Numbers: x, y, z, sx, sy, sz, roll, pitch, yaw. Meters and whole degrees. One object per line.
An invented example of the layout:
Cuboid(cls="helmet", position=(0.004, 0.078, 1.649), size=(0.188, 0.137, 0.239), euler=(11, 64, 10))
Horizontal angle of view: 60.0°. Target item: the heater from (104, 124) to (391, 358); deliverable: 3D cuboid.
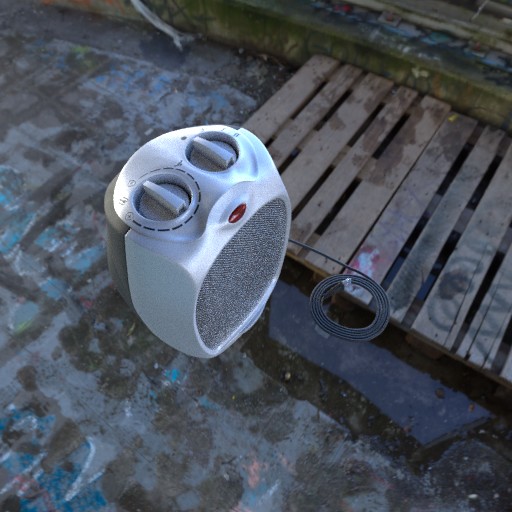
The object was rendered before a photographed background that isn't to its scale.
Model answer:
Cuboid(cls="heater", position=(0.000, 0.000, 0.458), size=(0.291, 0.240, 0.239), euler=(32, 64, 18))
